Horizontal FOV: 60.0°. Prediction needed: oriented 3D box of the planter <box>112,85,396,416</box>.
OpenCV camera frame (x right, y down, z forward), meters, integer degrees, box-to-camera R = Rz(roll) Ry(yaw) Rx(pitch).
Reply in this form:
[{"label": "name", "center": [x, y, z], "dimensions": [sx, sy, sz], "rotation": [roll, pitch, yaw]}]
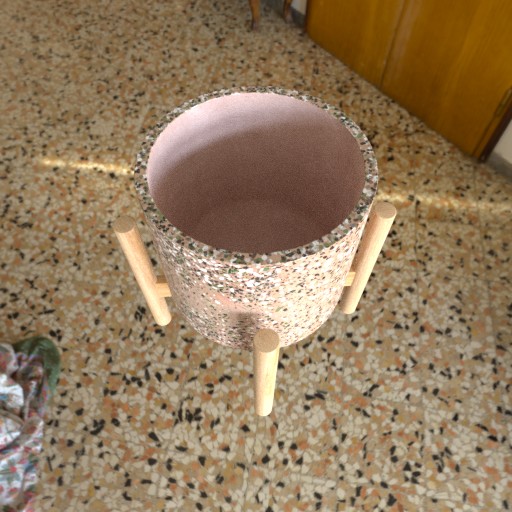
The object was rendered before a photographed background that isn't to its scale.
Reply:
[{"label": "planter", "center": [0.000, 0.000, 0.542], "dimensions": [0.284, 0.320, 0.284], "rotation": [16, 59, 10]}]
